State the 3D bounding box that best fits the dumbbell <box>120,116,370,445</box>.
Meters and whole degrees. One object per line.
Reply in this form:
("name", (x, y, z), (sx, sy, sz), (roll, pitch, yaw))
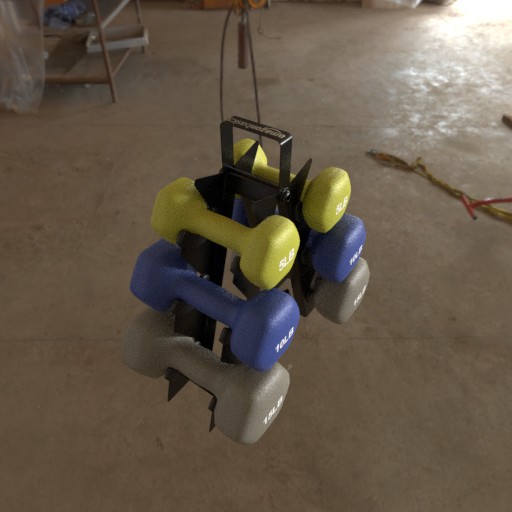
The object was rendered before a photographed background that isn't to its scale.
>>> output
("dumbbell", (0.000, 0.000, 0.689), (0.261, 0.426, 0.416), (25, 47, 26))
